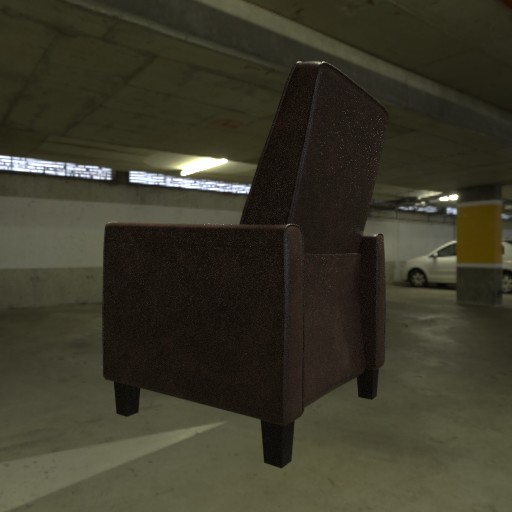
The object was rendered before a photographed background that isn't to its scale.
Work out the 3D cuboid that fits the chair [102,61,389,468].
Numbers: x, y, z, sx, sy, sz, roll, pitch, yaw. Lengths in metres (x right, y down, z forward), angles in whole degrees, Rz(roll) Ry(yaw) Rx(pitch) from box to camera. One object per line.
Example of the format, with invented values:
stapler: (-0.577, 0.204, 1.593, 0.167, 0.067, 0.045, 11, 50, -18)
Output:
chair: (0.000, 0.000, 1.498, 0.746, 1.013, 0.705, 0, 0, 35)
